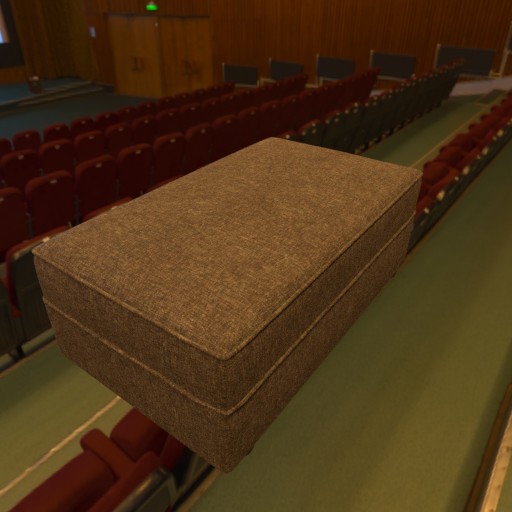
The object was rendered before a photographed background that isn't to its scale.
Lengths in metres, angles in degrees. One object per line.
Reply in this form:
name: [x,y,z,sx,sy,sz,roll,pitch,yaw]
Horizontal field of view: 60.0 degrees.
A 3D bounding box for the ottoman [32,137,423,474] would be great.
ottoman: [0.000,0.000,1.516,0.717,0.487,1.184,22,39,30]
